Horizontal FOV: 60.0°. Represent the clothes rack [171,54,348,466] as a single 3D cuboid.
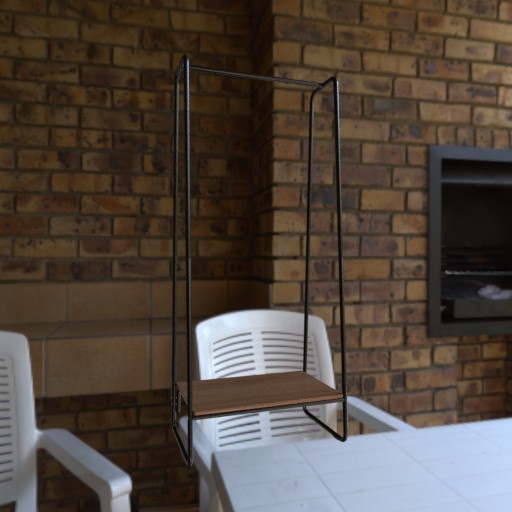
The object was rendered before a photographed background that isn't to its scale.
[{"bbox_3d":[0.000,0.000,1.831,0.640,1.500,0.400,0,0,-19],"label":"clothes rack"}]
